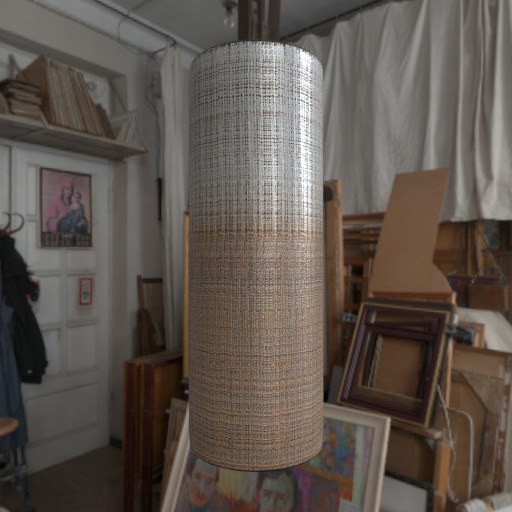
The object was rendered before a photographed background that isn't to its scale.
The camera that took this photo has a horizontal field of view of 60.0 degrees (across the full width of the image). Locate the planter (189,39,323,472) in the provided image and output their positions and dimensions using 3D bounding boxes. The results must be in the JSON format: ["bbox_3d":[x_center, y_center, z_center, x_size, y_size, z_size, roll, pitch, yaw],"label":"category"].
[{"bbox_3d":[0.000,0.000,0.331,0.099,0.278,0.099,0,0,0],"label":"planter"}]
